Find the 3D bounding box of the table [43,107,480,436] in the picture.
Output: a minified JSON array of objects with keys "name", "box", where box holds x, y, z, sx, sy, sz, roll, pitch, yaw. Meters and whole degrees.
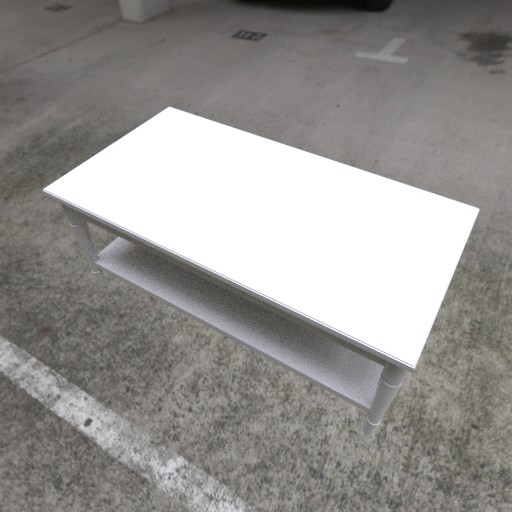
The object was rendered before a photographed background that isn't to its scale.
[{"name":"table","box":[0.000,0.000,1.381,1.067,0.457,0.559,24,51,21]}]
